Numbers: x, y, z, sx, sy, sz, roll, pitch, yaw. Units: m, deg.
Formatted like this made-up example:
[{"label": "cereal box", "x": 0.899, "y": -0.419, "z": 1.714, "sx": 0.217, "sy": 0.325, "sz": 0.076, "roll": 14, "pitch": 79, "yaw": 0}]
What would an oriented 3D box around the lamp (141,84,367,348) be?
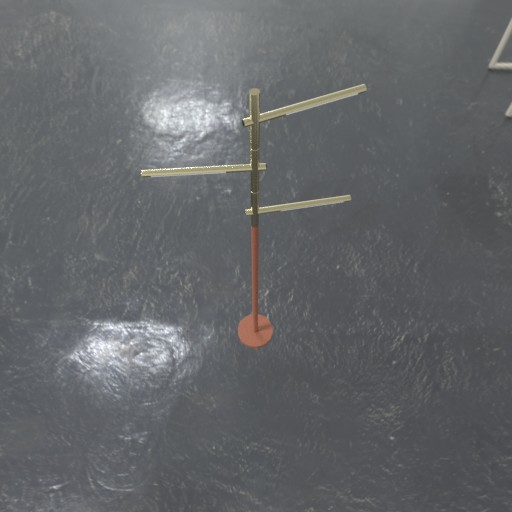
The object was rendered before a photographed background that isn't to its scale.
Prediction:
[{"label": "lamp", "x": 0.000, "y": 0.000, "z": 1.943, "sx": 0.737, "sy": 1.704, "sz": 0.209, "roll": -15, "pitch": 59, "yaw": -9}]
